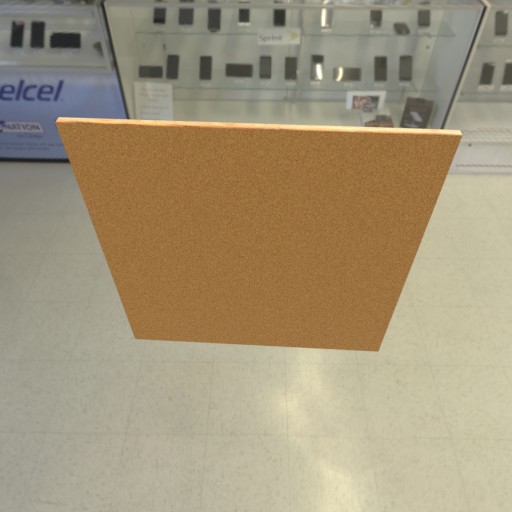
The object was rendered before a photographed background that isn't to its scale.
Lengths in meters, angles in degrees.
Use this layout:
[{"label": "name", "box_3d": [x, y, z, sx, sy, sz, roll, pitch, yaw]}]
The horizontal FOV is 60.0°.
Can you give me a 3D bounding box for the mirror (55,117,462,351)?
[{"label": "mirror", "box_3d": [0.000, 0.000, 1.189, 0.804, 0.804, 0.061, 2, 47, 2]}]
